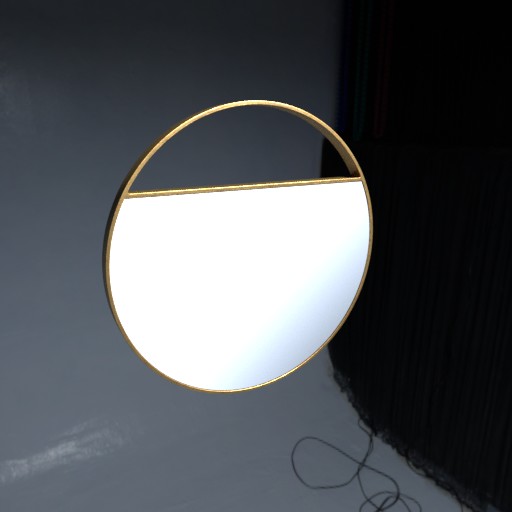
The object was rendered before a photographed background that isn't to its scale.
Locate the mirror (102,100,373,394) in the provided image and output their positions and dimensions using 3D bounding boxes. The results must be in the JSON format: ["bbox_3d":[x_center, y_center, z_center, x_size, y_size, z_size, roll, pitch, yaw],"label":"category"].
[{"bbox_3d":[0.000,0.000,0.855,0.565,0.565,0.032,-9,19,-27],"label":"mirror"}]
